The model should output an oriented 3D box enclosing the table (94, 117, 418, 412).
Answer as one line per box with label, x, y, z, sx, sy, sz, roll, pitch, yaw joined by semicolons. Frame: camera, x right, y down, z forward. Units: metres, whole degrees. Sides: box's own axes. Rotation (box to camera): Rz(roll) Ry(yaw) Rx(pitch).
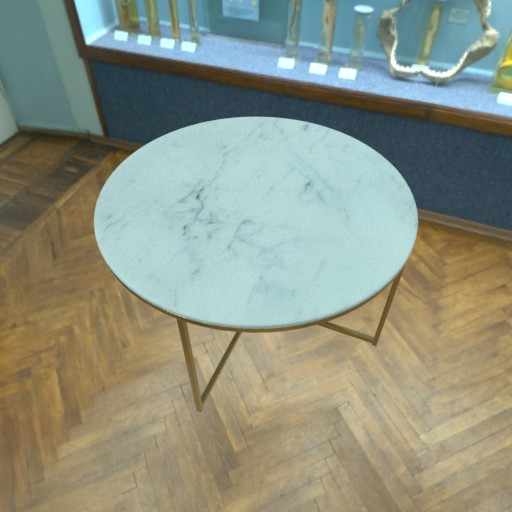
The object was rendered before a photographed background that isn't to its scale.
table;0.000;0.000;1.286;0.800;0.450;0.800;0;46;0
